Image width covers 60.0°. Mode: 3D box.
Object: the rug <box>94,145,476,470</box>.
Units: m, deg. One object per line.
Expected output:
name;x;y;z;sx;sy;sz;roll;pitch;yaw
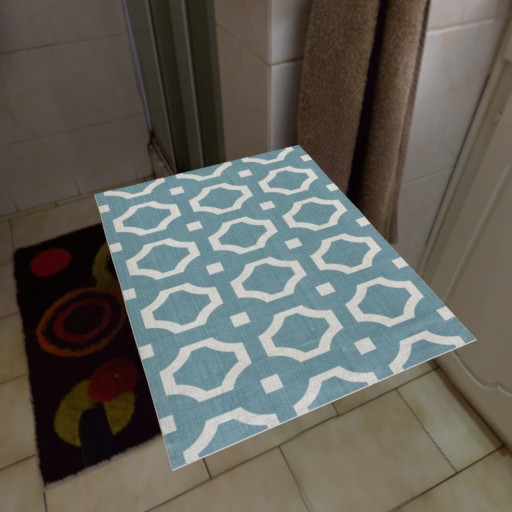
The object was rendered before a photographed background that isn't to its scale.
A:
rug;0.000;0.000;4.113;2.466;0.021;3.049;-17;48;-16
